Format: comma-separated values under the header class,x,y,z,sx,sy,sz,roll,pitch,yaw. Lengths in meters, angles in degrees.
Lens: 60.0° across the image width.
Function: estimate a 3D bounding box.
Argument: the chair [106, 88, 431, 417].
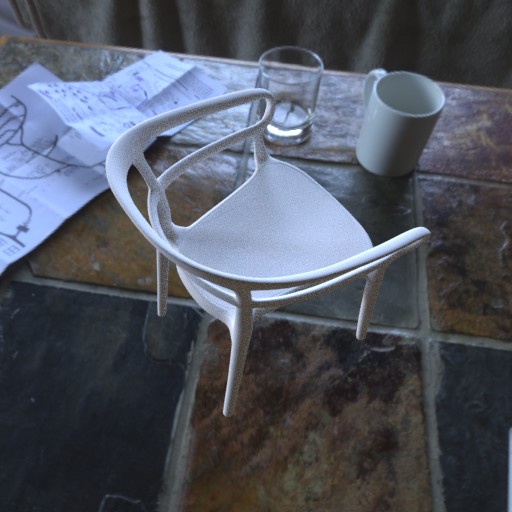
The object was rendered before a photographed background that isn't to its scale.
class,x,y,z,sx,sy,sz,roll,pitch,yaw
chair,0.000,0.000,1.127,0.527,0.761,0.559,-31,63,-18
